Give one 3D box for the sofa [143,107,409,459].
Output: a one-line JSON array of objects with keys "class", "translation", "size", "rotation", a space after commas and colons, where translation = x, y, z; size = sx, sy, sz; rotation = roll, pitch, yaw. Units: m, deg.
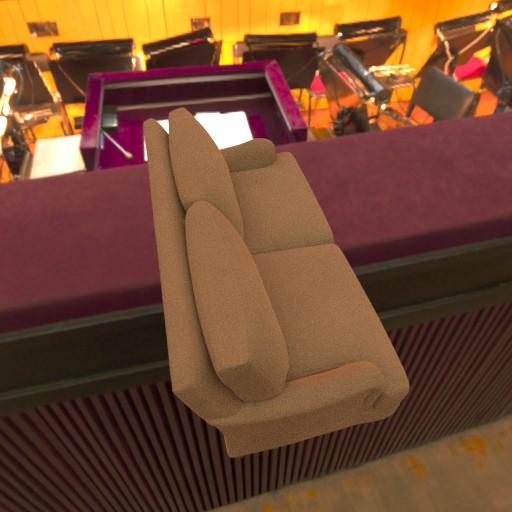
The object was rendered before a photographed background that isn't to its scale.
[{"class": "sofa", "translation": [0.000, 0.000, 2.671], "size": [1.091, 0.997, 2.070], "rotation": [-10, 47, -9]}]
